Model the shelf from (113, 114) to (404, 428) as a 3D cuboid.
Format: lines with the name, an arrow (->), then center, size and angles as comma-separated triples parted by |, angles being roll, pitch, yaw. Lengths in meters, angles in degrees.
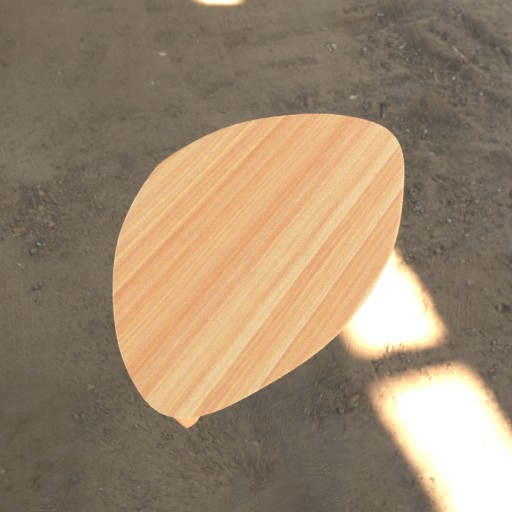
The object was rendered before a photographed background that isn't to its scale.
shelf -> 0.000, 0.000, 1.636 | 0.845, 0.440, 1.246 | 33, 67, 16
